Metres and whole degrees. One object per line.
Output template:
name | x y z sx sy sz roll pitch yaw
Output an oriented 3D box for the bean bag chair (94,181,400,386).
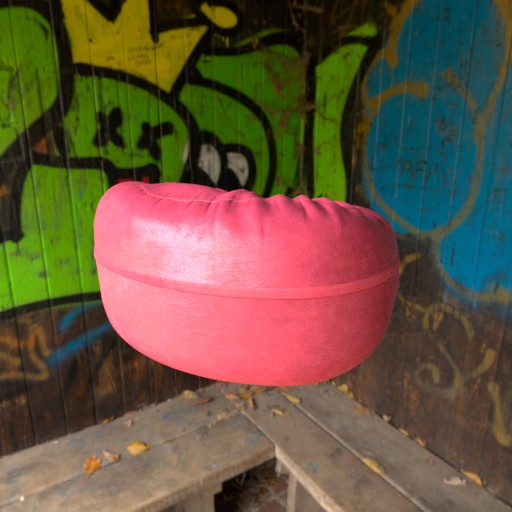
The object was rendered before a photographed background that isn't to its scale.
bean bag chair | 0.000 0.000 2.406 1.524 0.878 1.524 9 18 27
